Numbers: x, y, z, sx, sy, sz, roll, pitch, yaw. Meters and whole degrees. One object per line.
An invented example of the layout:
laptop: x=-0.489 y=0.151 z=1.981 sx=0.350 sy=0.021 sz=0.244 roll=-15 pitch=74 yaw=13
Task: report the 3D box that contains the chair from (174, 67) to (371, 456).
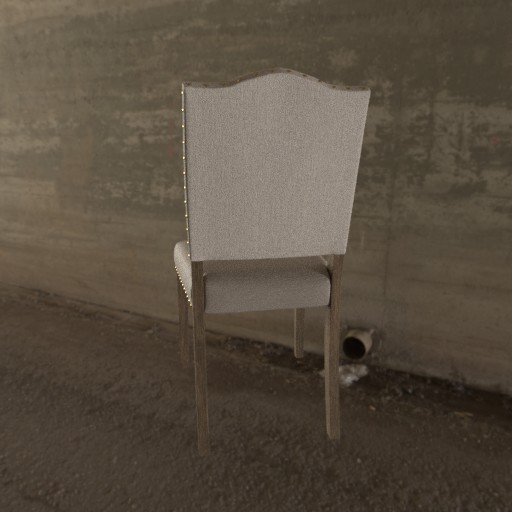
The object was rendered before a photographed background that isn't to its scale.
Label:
chair: x=0.000 y=0.000 z=1.391 sx=0.508 sy=1.020 sz=0.620 roll=-3 pitch=15 yaw=-10
